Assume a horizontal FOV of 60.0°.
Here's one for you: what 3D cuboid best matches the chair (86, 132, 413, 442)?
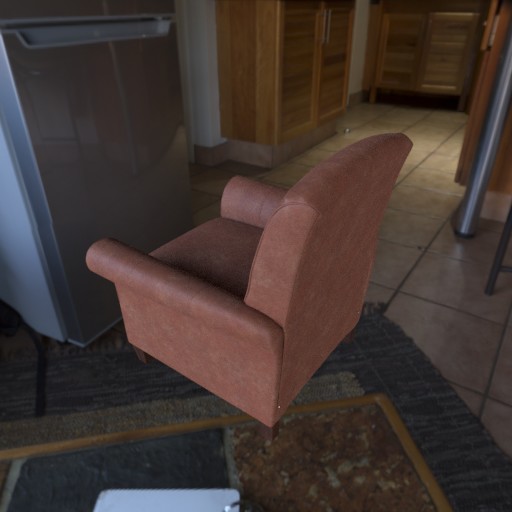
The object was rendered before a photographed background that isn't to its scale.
[{"bbox_3d":[0.000,0.000,1.811,0.902,1.061,0.978,20,37,30],"label":"chair"}]
